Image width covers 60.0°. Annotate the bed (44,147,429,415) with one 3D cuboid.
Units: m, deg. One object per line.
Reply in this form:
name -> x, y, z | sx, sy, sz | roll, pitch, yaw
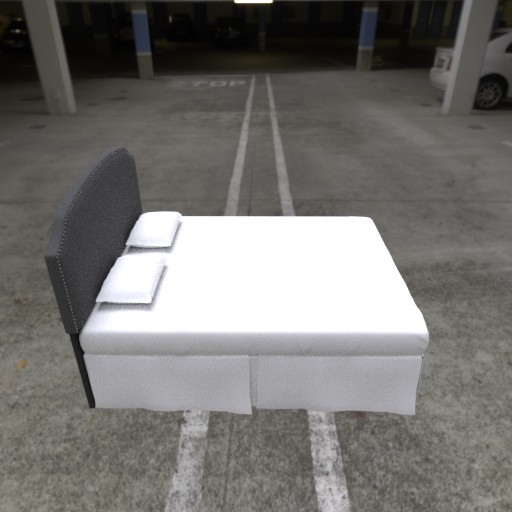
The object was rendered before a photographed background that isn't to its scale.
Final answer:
bed -> 0.000, 0.000, 2.958 | 1.999, 1.270, 1.558 | 0, 31, 0
